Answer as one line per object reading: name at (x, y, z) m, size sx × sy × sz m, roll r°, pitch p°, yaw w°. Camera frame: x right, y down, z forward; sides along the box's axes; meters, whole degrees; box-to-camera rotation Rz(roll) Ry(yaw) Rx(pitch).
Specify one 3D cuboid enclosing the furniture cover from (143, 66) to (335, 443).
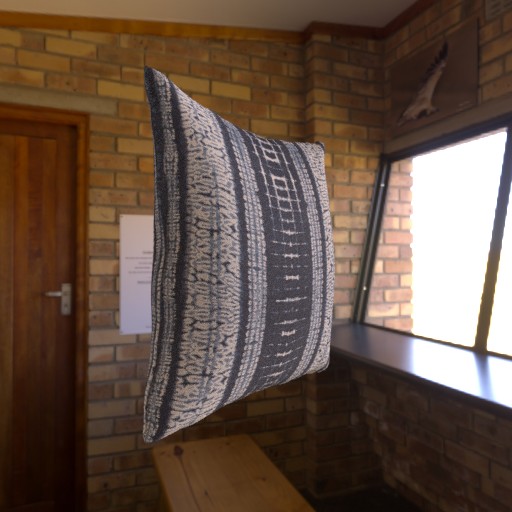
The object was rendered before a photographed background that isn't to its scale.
furniture cover at (0.000, 0.000, 0.675) m, size 0.133 × 0.435 × 0.425 m, roll -1°, pitch -1°, yaw 37°
